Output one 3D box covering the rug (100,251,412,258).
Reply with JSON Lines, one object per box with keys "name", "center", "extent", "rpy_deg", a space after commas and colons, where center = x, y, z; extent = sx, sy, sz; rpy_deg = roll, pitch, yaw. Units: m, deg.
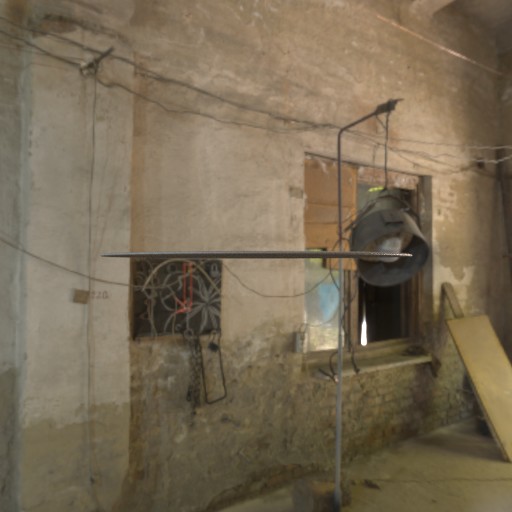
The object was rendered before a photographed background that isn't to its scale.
{"name": "rug", "center": [0.000, 0.000, 2.397], "extent": [1.593, 0.012, 1.593], "rpy_deg": [0, -1, 0]}
